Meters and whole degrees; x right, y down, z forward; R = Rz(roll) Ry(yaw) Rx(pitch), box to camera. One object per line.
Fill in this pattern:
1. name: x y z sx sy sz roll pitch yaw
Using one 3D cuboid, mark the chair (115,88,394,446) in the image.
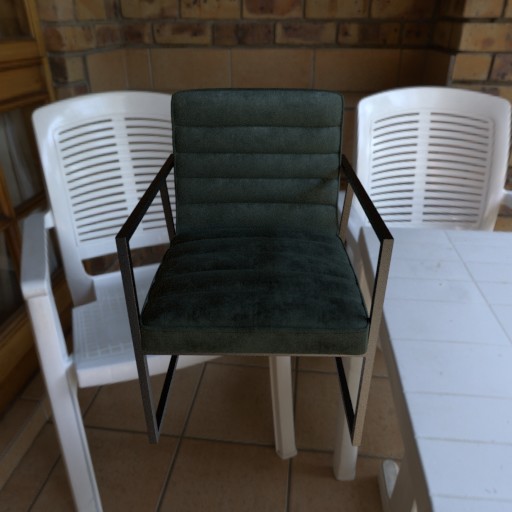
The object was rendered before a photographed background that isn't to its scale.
1. chair: 0.000 0.000 1.267 0.571 0.833 0.677 0 28 1
